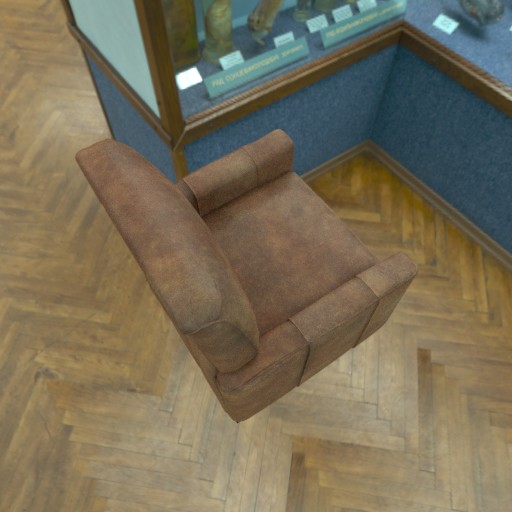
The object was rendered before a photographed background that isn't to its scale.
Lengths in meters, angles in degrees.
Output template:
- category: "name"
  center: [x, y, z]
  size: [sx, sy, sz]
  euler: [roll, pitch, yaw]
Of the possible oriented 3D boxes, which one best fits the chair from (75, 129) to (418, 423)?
- category: "chair"
  center: [0.000, 0.000, 1.654]
  size: [0.836, 1.043, 0.843]
  euler: [-29, 62, -17]
